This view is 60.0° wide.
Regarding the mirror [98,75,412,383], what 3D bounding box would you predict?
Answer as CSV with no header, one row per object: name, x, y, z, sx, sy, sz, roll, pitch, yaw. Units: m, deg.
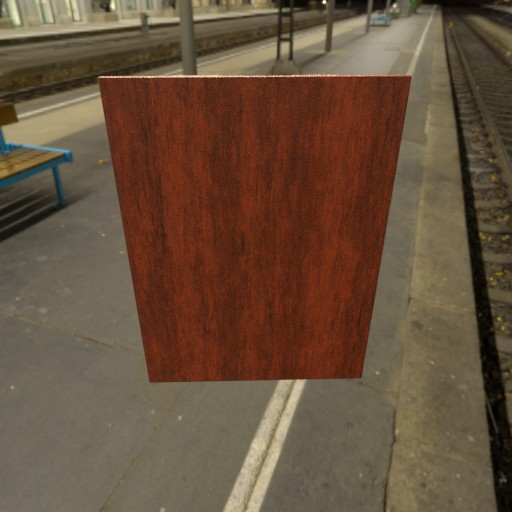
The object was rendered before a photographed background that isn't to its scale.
mirror,0.000,0.000,1.059,0.600,0.805,0.021,-1,30,-1
